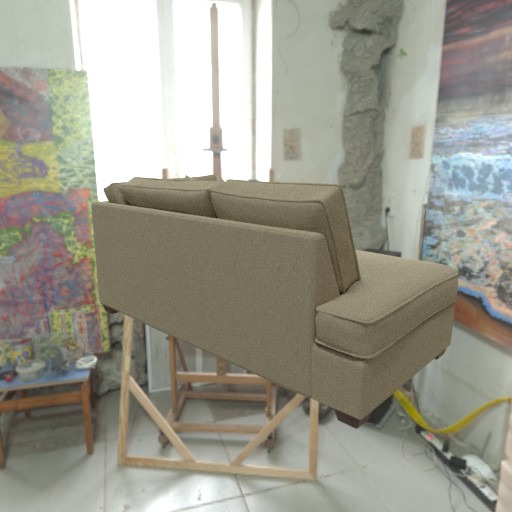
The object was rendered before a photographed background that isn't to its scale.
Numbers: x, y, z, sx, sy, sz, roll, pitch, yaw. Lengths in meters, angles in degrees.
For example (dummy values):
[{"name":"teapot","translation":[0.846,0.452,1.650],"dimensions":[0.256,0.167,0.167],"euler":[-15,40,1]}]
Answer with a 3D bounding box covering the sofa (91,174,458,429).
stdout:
[{"name":"sofa","translation":[0.000,0.000,2.869],"dimensions":[2.237,1.033,1.110],"euler":[12,18,42]}]
